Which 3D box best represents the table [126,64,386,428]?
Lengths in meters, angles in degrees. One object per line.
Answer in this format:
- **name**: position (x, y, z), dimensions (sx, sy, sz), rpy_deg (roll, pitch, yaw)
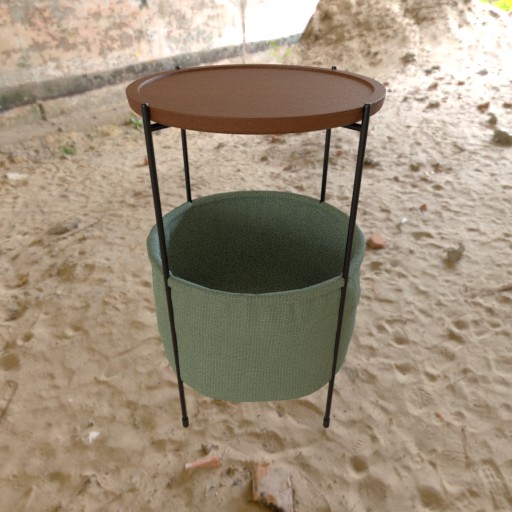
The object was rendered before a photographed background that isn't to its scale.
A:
- **table**: position (0.000, 0.000, 0.837), dimensions (0.400, 0.623, 0.400), rpy_deg (0, 32, 0)
